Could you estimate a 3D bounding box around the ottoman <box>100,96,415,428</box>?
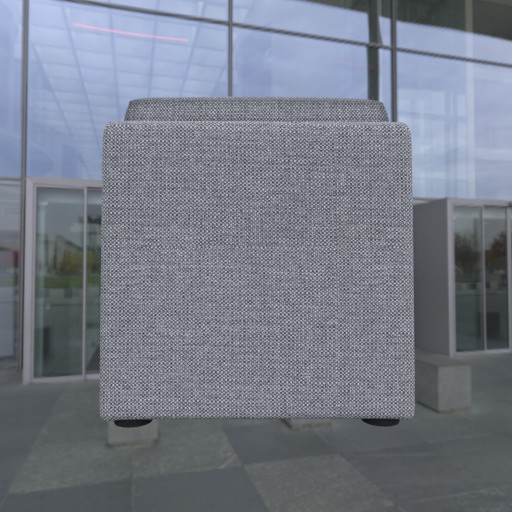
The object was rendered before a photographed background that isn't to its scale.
[{"bbox_3d":[0.000,0.000,0.834,0.436,0.487,0.454,0,-2,-1],"label":"ottoman"}]
